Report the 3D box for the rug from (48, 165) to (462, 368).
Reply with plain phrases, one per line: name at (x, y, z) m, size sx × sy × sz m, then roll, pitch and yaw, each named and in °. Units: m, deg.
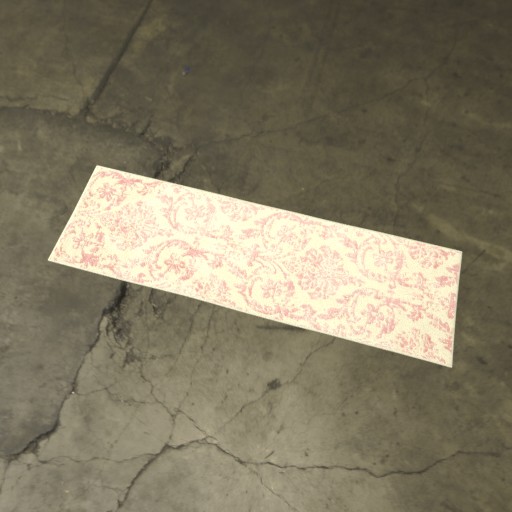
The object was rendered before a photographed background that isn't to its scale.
rug at (0.000, 0.000, 2.449) m, size 2.196 × 0.011 × 0.662 m, roll 14°, pitch 66°, yaw 6°
